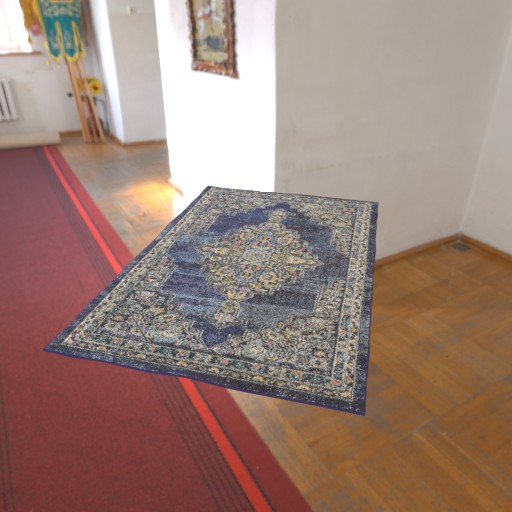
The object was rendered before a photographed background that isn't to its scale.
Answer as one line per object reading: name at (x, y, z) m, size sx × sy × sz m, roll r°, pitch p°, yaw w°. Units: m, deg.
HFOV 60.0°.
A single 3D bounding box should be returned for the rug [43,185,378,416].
rug at (0.000, 0.000, 2.266) m, size 1.184 × 0.012 × 1.781 m, roll 7°, pitch 30°, yaw 13°
